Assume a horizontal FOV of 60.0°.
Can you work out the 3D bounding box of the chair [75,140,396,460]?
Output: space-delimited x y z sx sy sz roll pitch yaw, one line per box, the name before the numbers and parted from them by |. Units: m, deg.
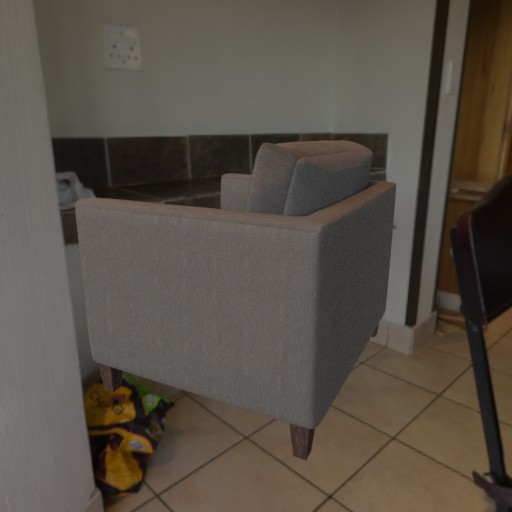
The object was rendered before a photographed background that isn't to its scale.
chair | 0.000 0.000 1.885 0.959 0.963 1.107 8 18 26
